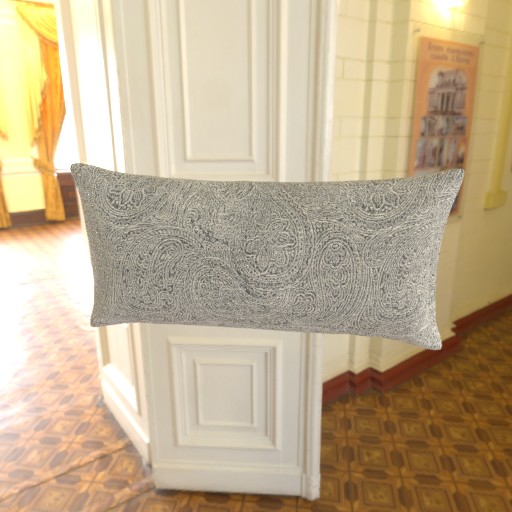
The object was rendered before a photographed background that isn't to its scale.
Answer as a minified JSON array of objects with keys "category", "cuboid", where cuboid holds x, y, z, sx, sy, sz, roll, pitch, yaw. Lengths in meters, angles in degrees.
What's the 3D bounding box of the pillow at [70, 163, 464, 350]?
[{"category":"pillow","cuboid":[0.000,0.000,0.730,0.615,0.295,0.151,2,17,7]}]
